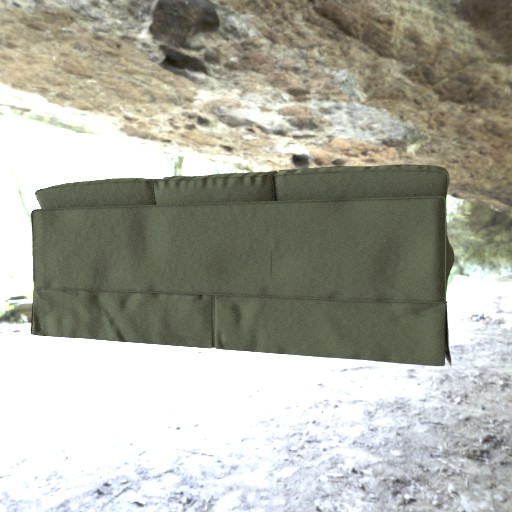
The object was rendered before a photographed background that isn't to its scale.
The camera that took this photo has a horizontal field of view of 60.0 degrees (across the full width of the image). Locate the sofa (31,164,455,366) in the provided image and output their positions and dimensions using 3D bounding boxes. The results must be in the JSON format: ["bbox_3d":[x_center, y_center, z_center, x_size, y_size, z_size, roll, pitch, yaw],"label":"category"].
[{"bbox_3d":[0.000,0.000,3.192,2.475,0.978,1.733,0,1,17],"label":"sofa"}]
